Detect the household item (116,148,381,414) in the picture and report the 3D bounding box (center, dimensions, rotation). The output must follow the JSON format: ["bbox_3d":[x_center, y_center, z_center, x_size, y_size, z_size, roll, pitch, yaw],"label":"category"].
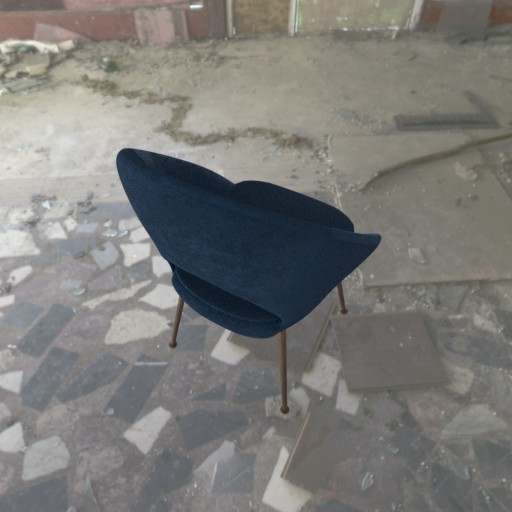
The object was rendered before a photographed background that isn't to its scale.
[{"bbox_3d":[0.000,0.000,1.262,0.623,0.852,0.573,24,51,21],"label":"household item"}]
